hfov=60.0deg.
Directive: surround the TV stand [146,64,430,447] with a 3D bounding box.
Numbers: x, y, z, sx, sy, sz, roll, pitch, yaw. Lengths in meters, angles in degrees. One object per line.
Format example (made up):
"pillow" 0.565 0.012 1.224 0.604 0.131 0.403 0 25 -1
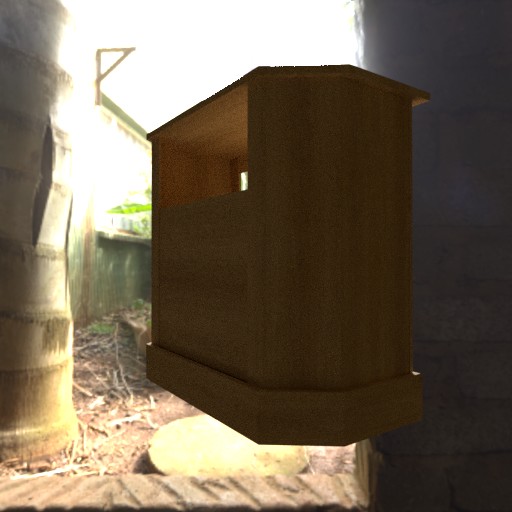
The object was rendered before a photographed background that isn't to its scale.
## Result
"TV stand" 0.000 0.000 1.289 0.425 0.781 0.851 0 0 -35
